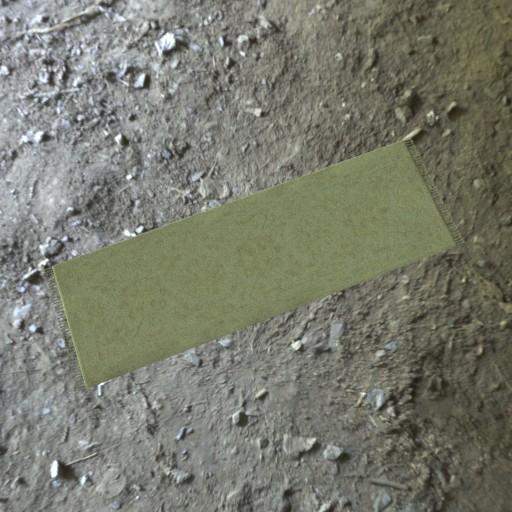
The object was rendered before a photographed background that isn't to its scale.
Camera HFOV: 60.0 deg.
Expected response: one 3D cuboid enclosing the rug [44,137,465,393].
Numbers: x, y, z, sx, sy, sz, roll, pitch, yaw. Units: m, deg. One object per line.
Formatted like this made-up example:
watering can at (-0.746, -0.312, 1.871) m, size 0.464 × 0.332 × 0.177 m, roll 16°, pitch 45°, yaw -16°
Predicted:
rug at (0.000, 0.000, 2.801) m, size 2.544 × 0.015 × 0.795 m, roll -20°, pitch 77°, yaw -5°
